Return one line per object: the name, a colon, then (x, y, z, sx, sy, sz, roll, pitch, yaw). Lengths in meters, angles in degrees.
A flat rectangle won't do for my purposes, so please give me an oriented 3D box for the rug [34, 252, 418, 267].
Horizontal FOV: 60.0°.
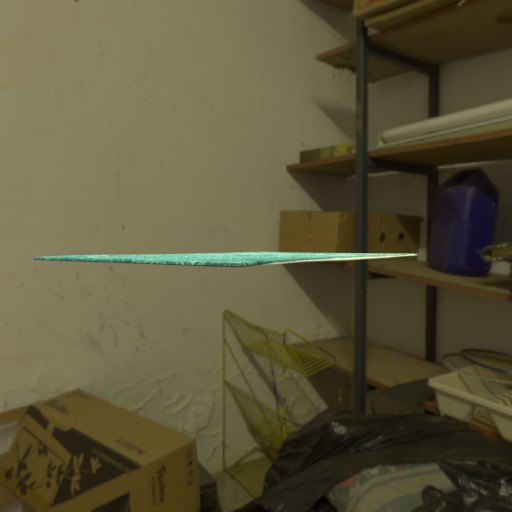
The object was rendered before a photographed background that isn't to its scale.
rug: (0.000, 0.000, 2.261, 1.136, 0.017, 1.728, 1, 2, 36)
